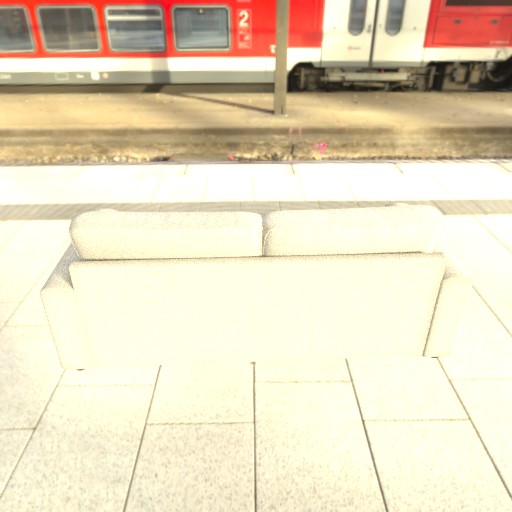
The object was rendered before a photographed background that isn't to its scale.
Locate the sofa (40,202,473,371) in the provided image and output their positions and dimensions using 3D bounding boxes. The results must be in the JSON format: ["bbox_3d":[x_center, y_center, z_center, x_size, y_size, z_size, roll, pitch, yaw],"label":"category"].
[{"bbox_3d":[0.000,0.000,2.703,2.179,0.873,1.016,-1,30,-2],"label":"sofa"}]
